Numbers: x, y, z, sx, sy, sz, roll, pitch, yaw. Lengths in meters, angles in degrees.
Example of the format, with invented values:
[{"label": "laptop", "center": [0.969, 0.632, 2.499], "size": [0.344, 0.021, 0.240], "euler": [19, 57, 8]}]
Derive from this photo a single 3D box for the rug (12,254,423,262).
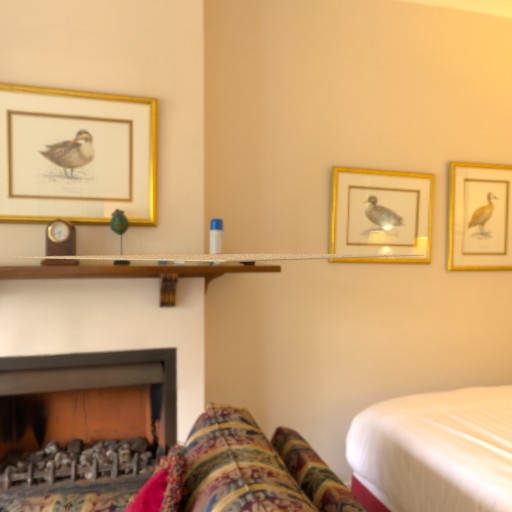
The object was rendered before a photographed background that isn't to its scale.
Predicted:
[{"label": "rug", "center": [0.000, 0.000, 2.943], "size": [1.523, 0.008, 2.438], "euler": [1, 1, 36]}]
